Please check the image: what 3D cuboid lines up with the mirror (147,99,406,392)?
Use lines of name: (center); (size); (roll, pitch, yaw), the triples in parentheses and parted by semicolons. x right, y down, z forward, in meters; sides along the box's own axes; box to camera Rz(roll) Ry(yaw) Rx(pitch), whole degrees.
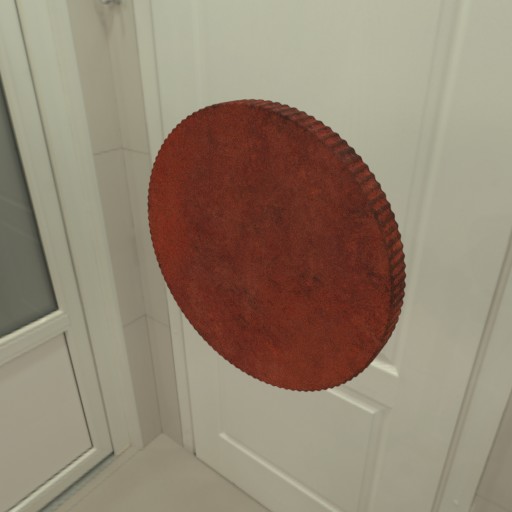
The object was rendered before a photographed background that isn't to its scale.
mirror: (0.000, 0.000, 0.912); (0.609, 0.609, 0.056); (20, 33, 33)
